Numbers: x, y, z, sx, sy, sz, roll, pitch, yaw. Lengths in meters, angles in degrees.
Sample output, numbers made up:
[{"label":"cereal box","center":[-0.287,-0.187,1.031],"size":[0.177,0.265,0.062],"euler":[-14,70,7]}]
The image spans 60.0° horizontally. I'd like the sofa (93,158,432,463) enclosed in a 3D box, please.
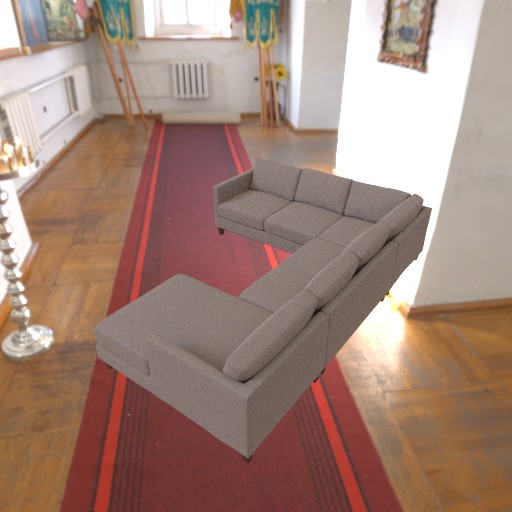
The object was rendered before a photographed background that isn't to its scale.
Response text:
[{"label":"sofa","center":[0.000,0.000,4.551],"size":[2.424,0.865,3.438],"euler":[21,37,31]}]
